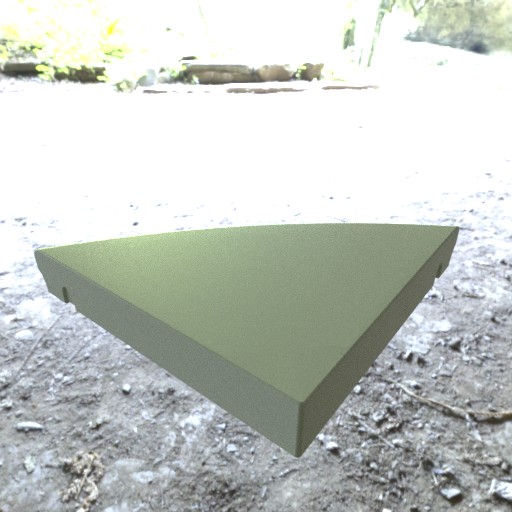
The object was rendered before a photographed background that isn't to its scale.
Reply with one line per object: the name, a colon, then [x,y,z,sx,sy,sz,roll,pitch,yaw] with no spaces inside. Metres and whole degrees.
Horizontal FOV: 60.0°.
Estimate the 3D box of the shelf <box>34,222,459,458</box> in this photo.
shelf: [0.000,0.000,0.458,0.310,0.050,0.310,21,36,32]
